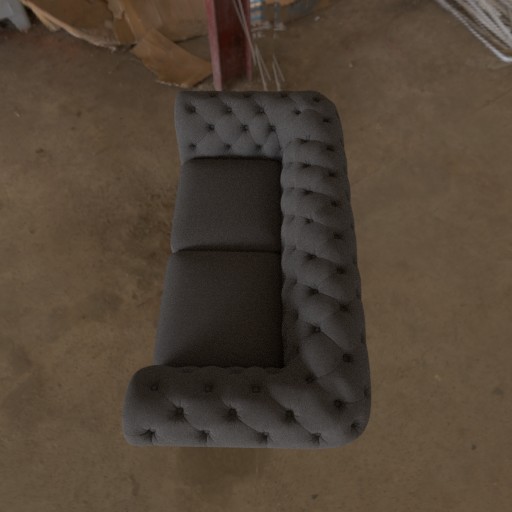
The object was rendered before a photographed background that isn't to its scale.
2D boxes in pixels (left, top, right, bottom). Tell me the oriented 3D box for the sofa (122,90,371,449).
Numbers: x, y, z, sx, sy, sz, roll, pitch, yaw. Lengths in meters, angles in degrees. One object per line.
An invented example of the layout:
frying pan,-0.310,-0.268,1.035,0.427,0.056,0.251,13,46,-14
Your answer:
sofa,0.000,0.000,2.415,0.986,0.764,1.998,1,59,1
